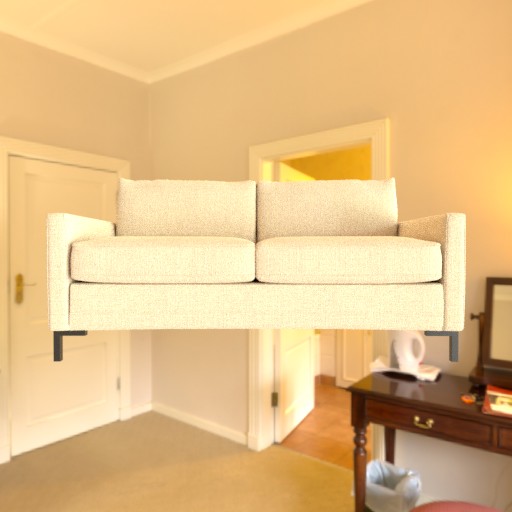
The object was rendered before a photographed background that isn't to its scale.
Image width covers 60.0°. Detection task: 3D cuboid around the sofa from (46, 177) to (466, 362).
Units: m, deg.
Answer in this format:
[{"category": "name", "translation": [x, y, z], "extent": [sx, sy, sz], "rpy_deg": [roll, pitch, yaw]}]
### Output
[{"category": "sofa", "translation": [0.000, 0.000, 2.095], "extent": [1.651, 0.812, 0.839], "rpy_deg": [0, 1, 0]}]
